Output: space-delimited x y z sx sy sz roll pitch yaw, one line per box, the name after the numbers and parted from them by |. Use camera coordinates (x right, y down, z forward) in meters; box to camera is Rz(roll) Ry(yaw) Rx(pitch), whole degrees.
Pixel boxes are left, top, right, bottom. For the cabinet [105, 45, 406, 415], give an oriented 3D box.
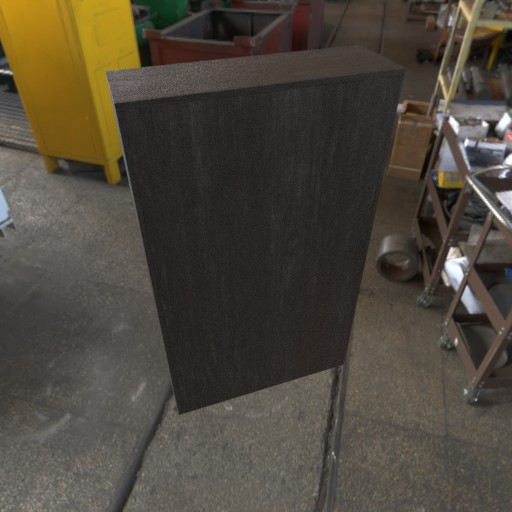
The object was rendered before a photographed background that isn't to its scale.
0.000 0.000 1.573 0.750 1.280 0.250 -13 42 -15 | cabinet
